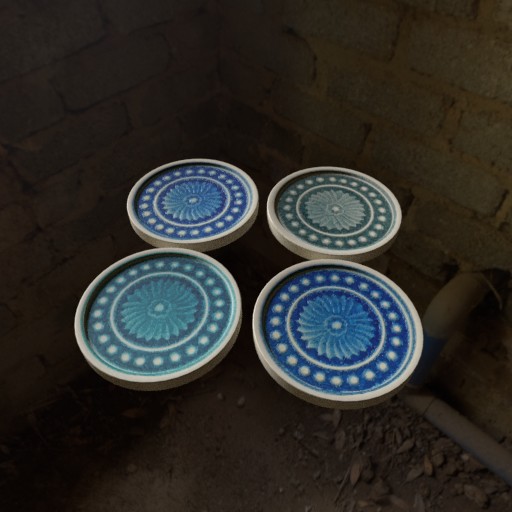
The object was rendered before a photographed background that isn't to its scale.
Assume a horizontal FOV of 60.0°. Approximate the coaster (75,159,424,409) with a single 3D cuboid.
[{"bbox_3d":[0.000,0.000,0.329,0.224,0.010,0.220,4,48,4],"label":"coaster"}]
